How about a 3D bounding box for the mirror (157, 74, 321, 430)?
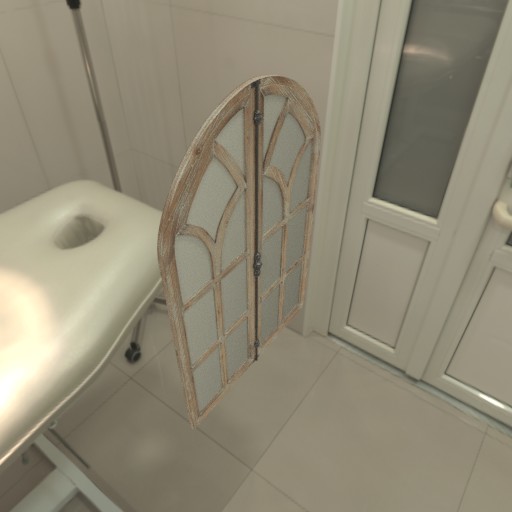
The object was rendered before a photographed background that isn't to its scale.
[{"bbox_3d":[0.000,0.000,1.174,0.032,0.915,0.609,26,47,27],"label":"mirror"}]
